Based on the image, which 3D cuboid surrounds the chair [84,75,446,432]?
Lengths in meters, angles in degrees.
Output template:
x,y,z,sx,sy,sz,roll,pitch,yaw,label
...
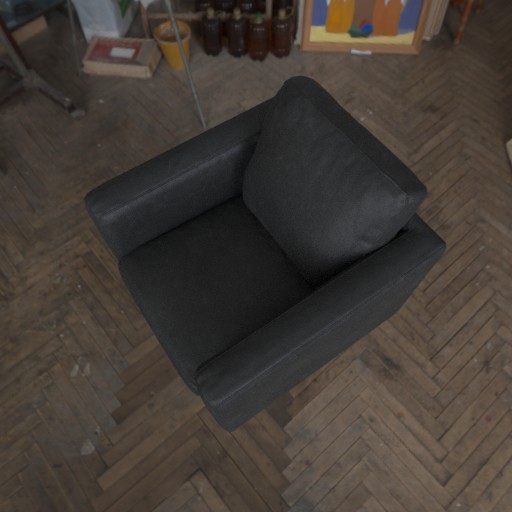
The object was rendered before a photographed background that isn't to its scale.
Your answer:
x,y,z,sx,sy,sz,roll,pitch,yaw,label
0.000,0.000,1.585,0.879,0.898,0.831,-31,67,-15,chair
